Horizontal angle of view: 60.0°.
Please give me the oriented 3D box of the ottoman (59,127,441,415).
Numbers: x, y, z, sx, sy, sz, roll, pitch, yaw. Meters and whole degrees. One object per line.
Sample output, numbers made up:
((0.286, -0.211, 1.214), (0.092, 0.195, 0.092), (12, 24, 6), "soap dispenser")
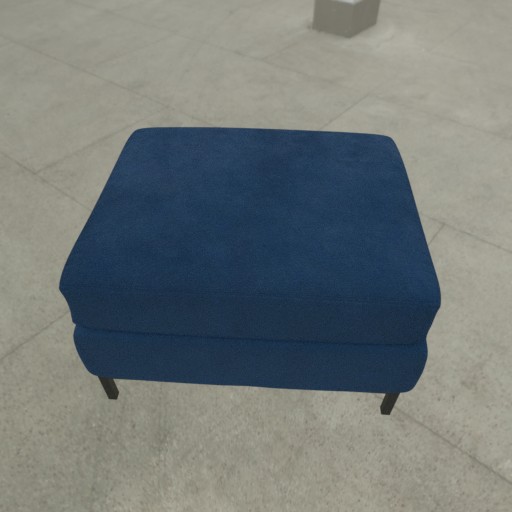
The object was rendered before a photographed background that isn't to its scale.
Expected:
((0.000, 0.000, 1.191), (0.794, 0.485, 0.655), (2, 45, 2), "ottoman")
